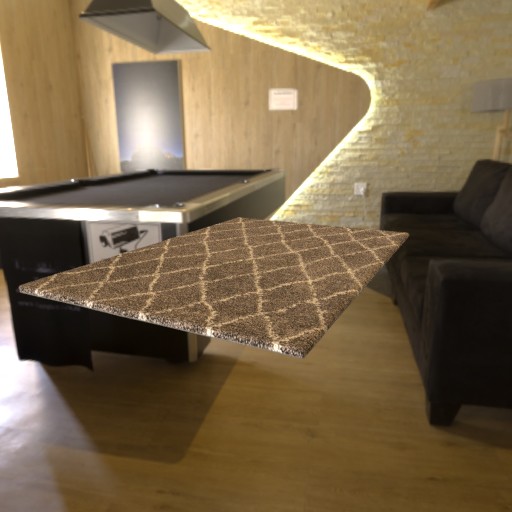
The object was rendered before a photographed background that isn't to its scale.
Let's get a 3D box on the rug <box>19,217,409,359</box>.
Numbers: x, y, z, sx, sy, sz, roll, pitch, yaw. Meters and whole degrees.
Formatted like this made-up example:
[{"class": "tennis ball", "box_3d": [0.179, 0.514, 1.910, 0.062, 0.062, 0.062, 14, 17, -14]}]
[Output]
[{"class": "rug", "box_3d": [0.000, 0.000, 2.253, 1.219, 0.030, 1.778, 8, 17, 26]}]
